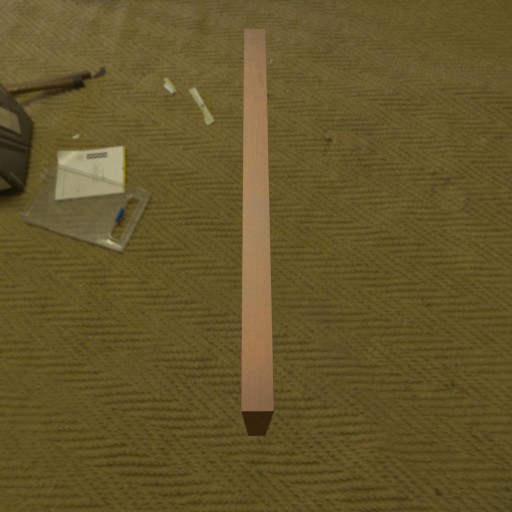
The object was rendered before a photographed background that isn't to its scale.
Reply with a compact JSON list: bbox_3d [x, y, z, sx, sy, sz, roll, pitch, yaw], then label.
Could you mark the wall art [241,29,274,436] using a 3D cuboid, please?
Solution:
[{"bbox_3d":[0.000,0.000,0.771,0.033,0.457,0.558,0,65,0],"label":"wall art"}]
